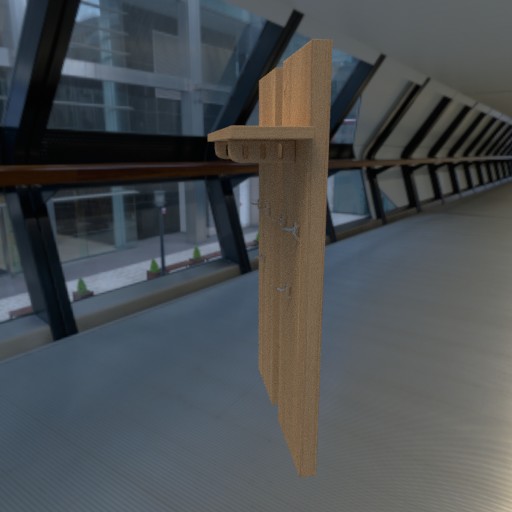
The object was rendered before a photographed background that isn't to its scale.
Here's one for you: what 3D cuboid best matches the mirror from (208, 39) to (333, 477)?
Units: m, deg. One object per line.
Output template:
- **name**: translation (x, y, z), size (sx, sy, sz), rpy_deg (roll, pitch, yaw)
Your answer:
- **mirror**: translation (0.000, 0.000, 1.550), size (0.260, 1.250, 0.800), rpy_deg (-2, 14, -10)
